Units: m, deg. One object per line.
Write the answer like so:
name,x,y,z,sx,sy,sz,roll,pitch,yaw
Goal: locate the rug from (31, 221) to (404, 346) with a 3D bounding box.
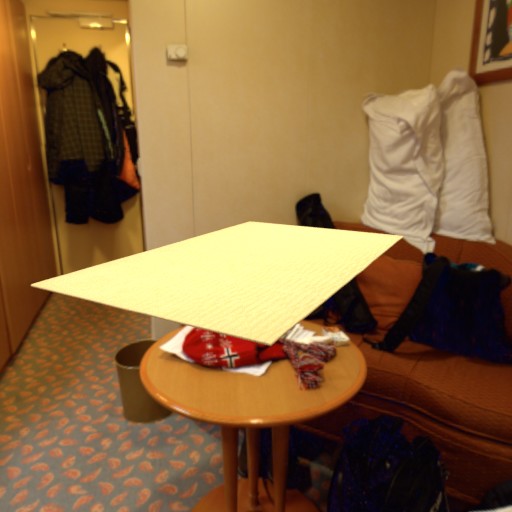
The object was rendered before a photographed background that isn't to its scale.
rug,0.000,0.000,3.132,1.531,0.014,2.441,8,16,29
